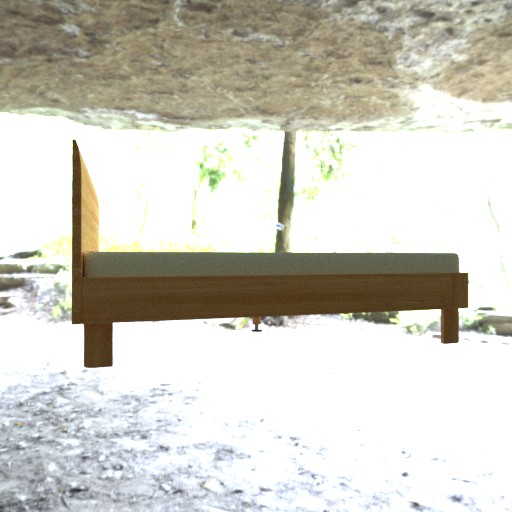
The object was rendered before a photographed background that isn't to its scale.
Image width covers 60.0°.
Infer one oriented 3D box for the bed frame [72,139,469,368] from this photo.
[{"bbox_3d":[0.000,0.000,2.773,1.992,0.940,1.472,0,0,-17],"label":"bed frame"}]
